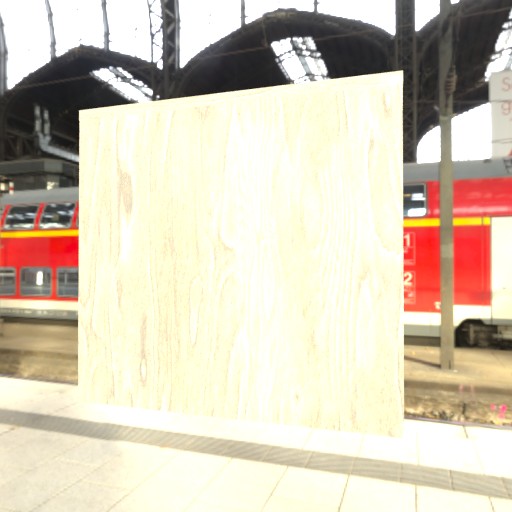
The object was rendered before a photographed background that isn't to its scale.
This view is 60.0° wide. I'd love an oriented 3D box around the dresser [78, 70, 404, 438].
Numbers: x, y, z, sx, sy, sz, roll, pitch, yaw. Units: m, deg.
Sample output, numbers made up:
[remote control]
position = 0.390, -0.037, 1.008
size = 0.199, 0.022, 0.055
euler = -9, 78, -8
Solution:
[dresser]
position = 0.000, 0.000, 1.292
size = 0.809, 0.762, 0.529
euler = 0, -1, 17
